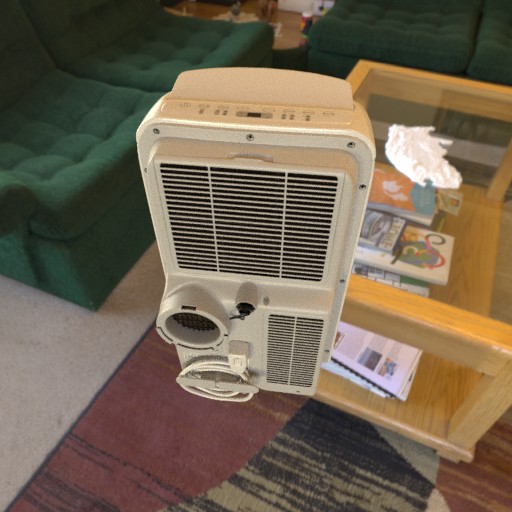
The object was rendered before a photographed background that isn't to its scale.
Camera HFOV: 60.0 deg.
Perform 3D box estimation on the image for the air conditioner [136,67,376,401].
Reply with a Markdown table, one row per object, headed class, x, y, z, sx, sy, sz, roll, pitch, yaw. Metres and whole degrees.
| class | x | y | z | sx | sy | sz | roll | pitch | yaw |
| --- | --- | --- | --- | --- | --- | --- | --- | --- | --- |
| air conditioner | 0.000 | 0.000 | 1.070 | 0.449 | 0.786 | 0.414 | 5 | 47 | 5 |
